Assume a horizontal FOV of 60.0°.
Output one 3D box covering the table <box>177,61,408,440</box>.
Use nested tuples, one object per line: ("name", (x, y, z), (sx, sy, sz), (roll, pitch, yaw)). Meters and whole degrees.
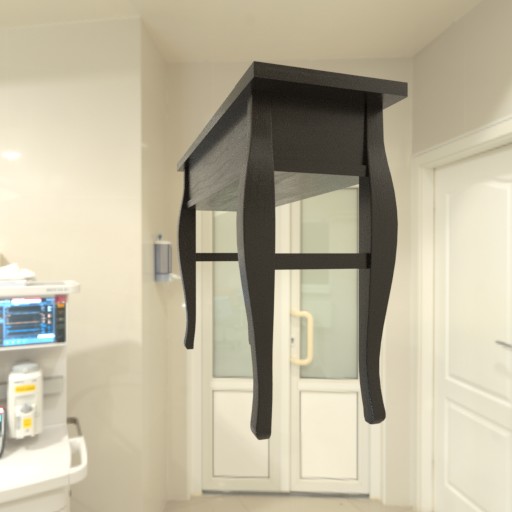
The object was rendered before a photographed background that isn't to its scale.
("table", (0.000, 0.000, 1.426), (0.373, 0.768, 1.062), (0, 0, -18))
